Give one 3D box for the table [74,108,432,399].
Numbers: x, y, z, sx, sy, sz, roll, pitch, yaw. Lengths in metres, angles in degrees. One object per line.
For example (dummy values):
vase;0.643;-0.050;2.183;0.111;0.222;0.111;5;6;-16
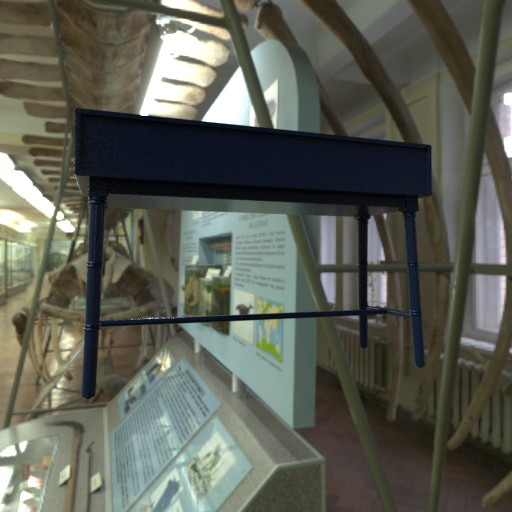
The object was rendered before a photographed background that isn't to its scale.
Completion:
table;0.000;0.000;1.496;1.118;0.749;0.399;0;-1;-19
